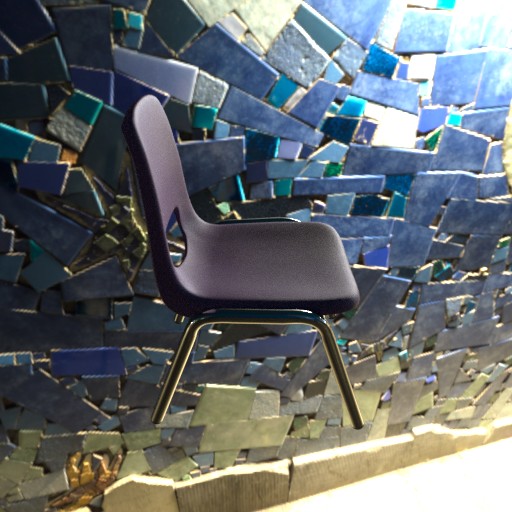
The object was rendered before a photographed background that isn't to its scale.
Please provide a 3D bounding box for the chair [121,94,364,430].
[{"bbox_3d":[0.000,0.000,0.858,0.419,0.584,0.356,0,32,0],"label":"chair"}]
